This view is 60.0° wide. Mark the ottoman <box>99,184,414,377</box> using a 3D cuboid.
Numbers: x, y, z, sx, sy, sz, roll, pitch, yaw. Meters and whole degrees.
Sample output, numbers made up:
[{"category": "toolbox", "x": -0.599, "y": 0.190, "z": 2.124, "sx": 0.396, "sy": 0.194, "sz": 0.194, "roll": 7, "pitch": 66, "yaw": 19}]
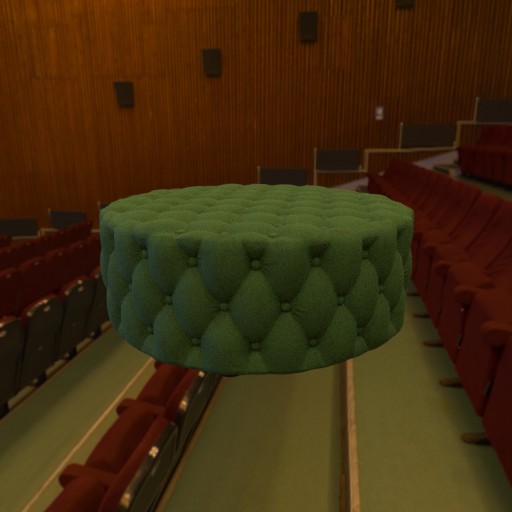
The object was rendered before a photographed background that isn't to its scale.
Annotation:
[{"category": "ottoman", "x": 0.000, "y": 0.000, "z": 1.501, "sx": 0.998, "sy": 0.399, "sz": 0.998, "roll": 0, "pitch": 16, "yaw": 0}]
